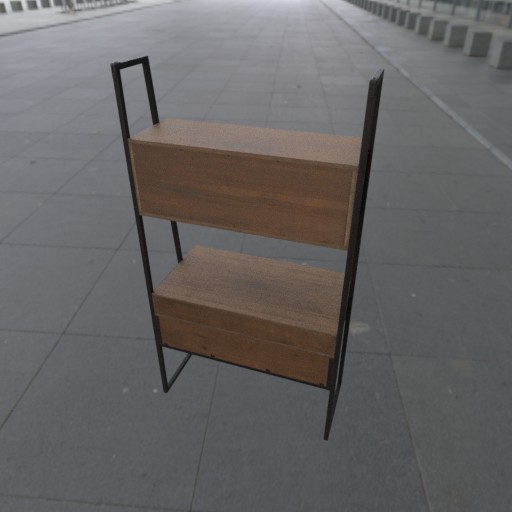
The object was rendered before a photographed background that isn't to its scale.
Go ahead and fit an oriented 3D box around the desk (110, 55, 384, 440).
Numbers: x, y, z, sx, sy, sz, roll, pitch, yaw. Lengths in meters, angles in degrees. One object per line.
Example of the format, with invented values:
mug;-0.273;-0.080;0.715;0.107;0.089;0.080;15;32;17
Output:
desk;0.000;0.000;2.207;0.982;1.809;0.515;11;34;16
